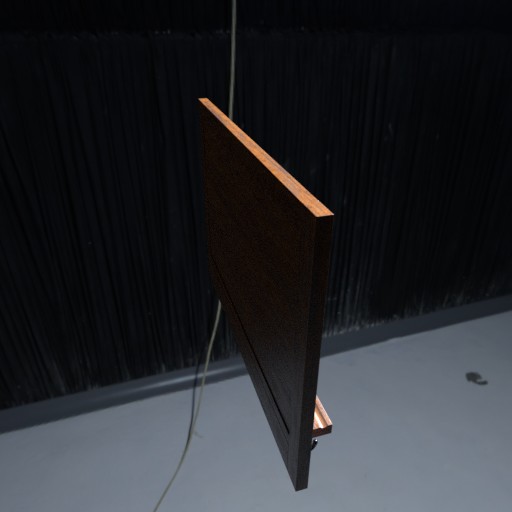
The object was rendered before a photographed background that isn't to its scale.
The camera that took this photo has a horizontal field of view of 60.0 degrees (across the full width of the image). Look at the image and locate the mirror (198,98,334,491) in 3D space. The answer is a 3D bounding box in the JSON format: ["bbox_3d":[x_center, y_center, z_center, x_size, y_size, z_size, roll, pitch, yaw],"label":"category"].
[{"bbox_3d":[0.000,0.000,0.978,0.084,0.537,0.758,-9,31,-15],"label":"mirror"}]
